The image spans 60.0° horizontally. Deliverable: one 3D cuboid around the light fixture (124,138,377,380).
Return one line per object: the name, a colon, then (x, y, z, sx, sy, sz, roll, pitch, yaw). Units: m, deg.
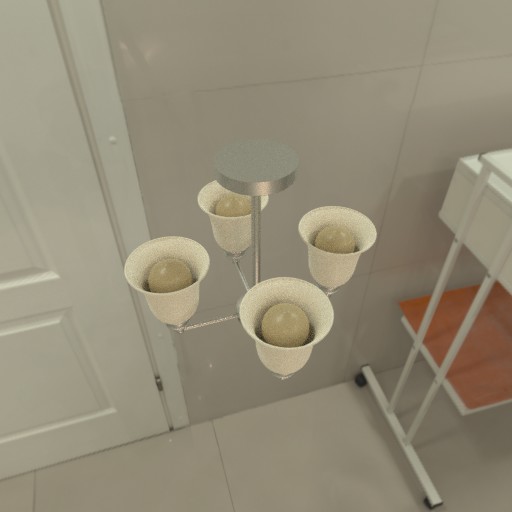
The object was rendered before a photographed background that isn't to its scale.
light fixture: (0.000, 0.000, 0.749, 0.427, 0.370, 0.427, -12, 44, -13)
